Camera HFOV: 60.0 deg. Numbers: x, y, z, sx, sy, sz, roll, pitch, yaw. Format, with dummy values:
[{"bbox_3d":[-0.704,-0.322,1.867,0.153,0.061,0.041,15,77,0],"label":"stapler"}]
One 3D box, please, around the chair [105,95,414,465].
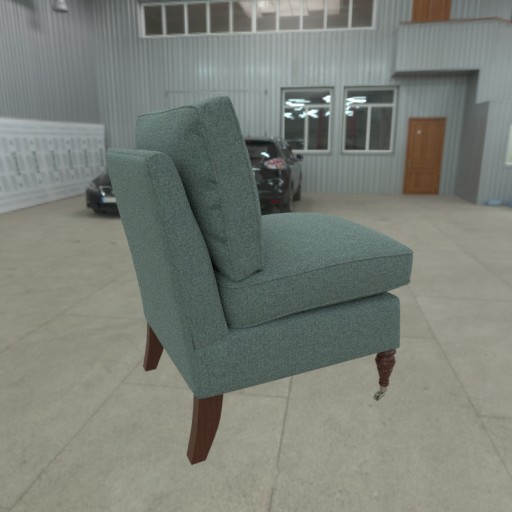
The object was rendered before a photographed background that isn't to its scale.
[{"bbox_3d":[0.000,0.000,1.407,0.796,0.901,0.624,-7,16,-25],"label":"chair"}]
